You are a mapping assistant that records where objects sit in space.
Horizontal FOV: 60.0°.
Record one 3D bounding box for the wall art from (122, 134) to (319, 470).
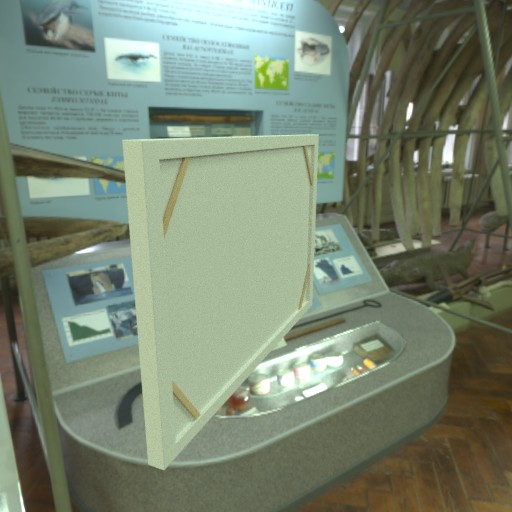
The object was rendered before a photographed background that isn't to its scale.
[{"bbox_3d":[0.000,0.000,1.167,0.038,0.609,0.914,7,17,24],"label":"wall art"}]
